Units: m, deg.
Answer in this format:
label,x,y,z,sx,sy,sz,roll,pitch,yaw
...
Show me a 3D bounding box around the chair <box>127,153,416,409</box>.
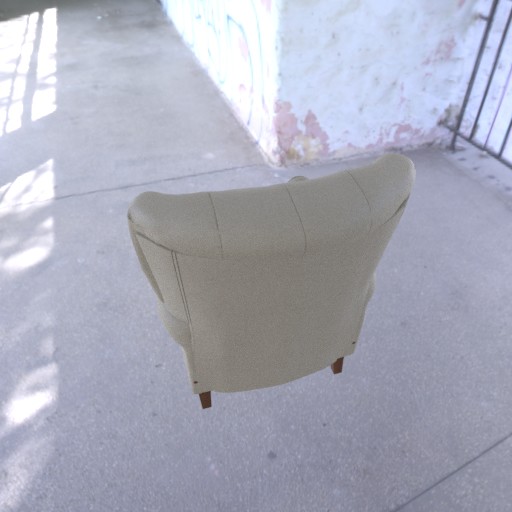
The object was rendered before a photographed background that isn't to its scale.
label,x,y,z,sx,sy,sz,roll,pitch,yaw
chair,0.000,0.000,1.903,0.943,1.158,1.059,-11,42,-12
